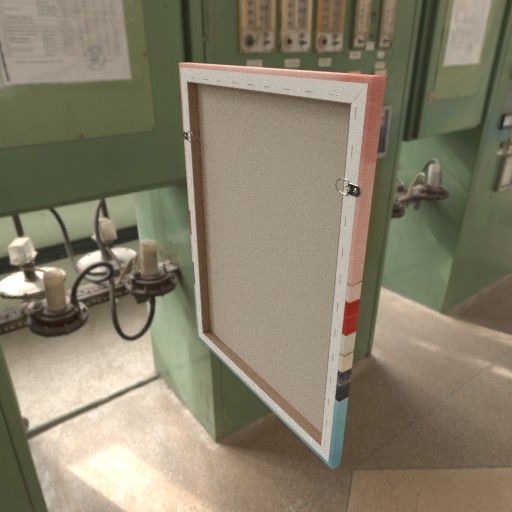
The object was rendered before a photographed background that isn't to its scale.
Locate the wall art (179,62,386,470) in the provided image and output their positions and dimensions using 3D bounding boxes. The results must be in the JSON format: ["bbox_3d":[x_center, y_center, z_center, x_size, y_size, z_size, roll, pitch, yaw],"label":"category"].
[{"bbox_3d":[0.000,0.000,1.298,0.039,1.016,0.761,-17,31,-32],"label":"wall art"}]
